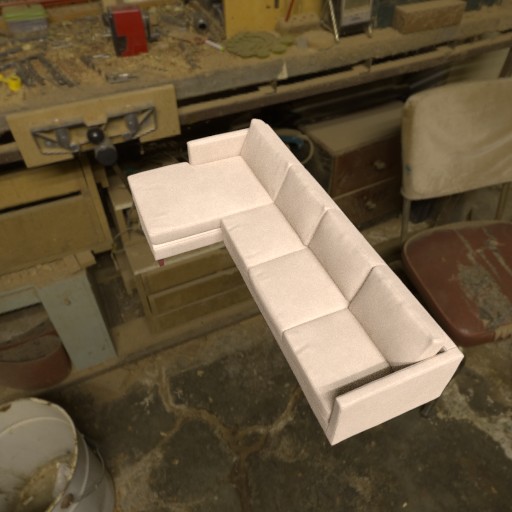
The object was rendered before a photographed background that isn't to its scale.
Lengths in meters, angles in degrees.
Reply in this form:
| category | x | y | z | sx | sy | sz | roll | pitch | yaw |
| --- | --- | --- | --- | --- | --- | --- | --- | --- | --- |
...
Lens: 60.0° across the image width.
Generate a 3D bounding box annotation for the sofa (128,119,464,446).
| category | x | y | z | sx | sy | sz | roll | pitch | yaw |
| --- | --- | --- | --- | --- | --- | --- | --- | --- | --- |
| sofa | 0.000 | 0.000 | 3.852 | 1.625 | 0.846 | 3.186 | -17 | 49 | -16 |
